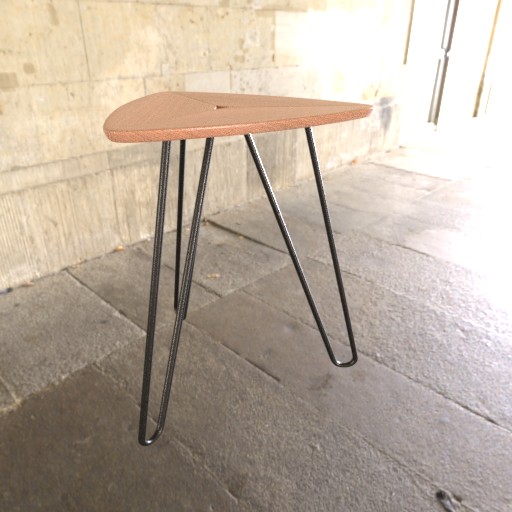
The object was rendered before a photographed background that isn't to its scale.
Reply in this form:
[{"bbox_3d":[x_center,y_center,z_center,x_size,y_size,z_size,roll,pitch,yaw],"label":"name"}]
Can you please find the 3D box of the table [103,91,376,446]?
[{"bbox_3d":[0.000,0.000,0.870,0.455,0.564,0.442,0,27,-1],"label":"table"}]
